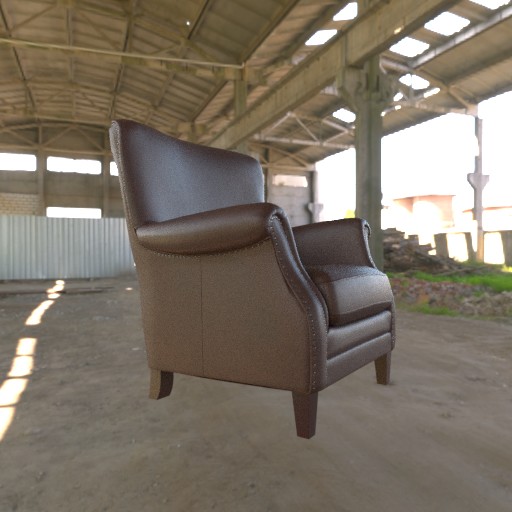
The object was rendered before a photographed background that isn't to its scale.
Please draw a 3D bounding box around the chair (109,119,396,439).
[{"bbox_3d":[0.000,0.000,1.361,0.746,0.800,0.700,0,1,35],"label":"chair"}]
